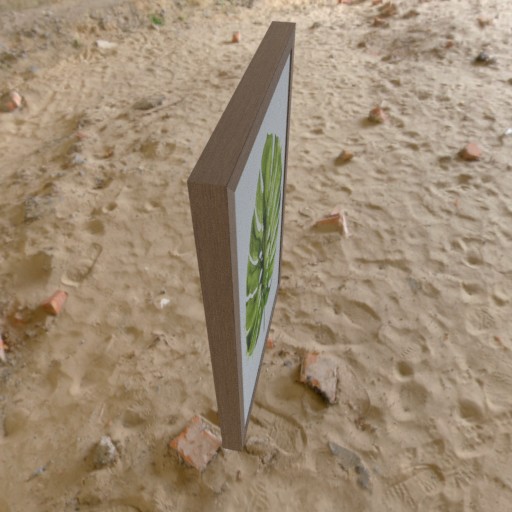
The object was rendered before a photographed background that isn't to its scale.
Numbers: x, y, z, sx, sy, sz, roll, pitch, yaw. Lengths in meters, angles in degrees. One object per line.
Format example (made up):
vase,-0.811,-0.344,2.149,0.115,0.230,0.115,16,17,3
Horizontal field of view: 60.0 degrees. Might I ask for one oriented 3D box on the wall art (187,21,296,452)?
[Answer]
wall art,0.000,0.000,0.633,0.032,0.510,0.358,8,46,8
